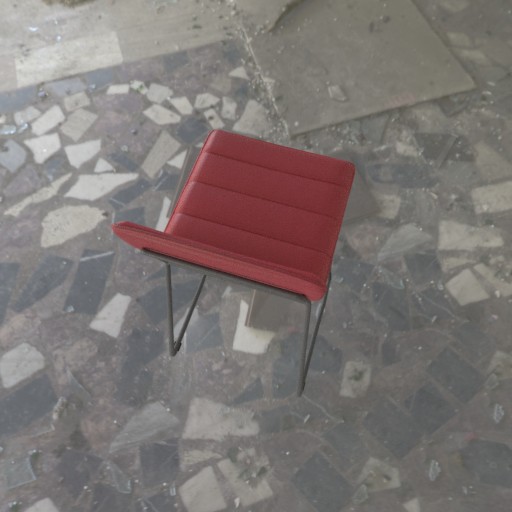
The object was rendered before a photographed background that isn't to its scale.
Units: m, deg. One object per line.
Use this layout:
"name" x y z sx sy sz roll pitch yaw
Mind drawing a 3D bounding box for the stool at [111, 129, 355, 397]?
"stool" 0.000 0.000 1.249 0.489 0.937 0.524 16 65 8
